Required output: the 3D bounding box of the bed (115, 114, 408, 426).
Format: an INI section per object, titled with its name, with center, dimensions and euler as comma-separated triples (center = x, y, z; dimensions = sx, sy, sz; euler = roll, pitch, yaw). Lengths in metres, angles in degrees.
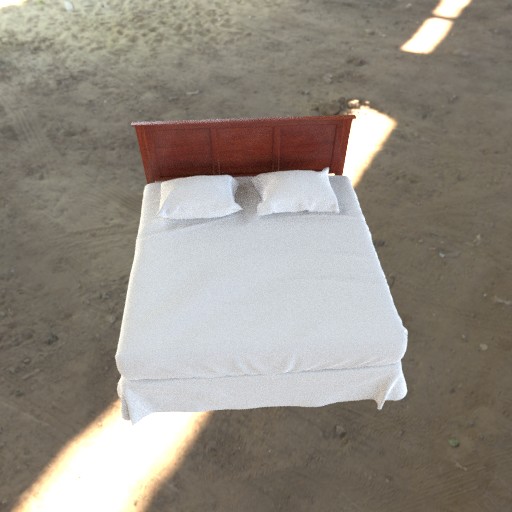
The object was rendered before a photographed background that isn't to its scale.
[bed]
center = 0.000, 0.000, 3.664
dimensions = 2.314, 1.271, 2.219
euler = -3, 46, -3
